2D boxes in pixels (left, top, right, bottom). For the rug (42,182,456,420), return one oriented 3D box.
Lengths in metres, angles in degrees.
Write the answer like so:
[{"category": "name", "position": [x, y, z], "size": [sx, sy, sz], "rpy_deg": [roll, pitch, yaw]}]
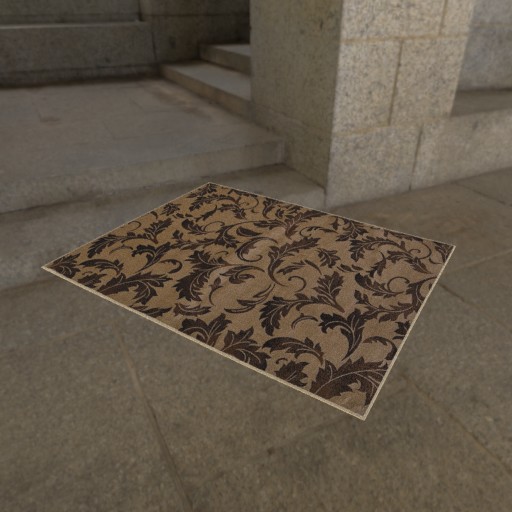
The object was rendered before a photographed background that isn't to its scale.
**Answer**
[{"category": "rug", "position": [0.000, 0.000, 4.038], "size": [2.977, 0.008, 2.380], "rpy_deg": [18, 36, 28]}]
